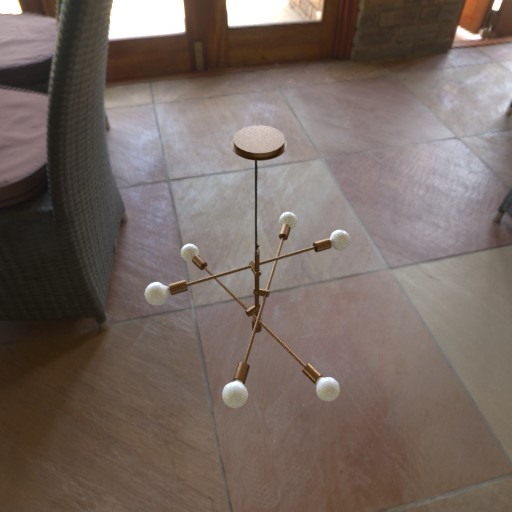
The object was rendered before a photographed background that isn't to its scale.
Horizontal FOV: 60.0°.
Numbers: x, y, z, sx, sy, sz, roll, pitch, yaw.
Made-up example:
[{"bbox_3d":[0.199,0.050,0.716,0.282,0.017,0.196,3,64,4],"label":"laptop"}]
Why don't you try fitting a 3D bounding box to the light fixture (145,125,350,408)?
[{"bbox_3d":[0.000,0.000,1.228,0.637,0.744,0.682,-8,47,-8],"label":"light fixture"}]
